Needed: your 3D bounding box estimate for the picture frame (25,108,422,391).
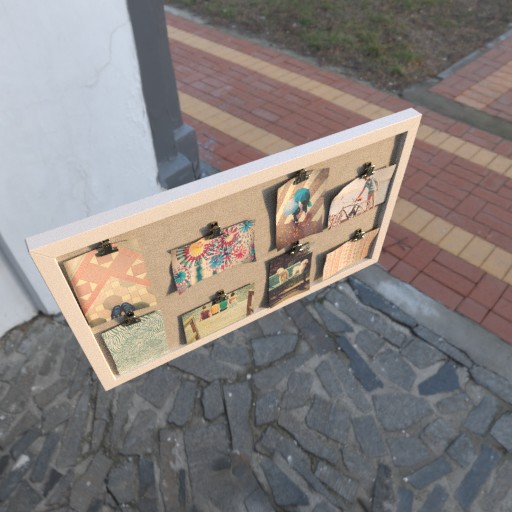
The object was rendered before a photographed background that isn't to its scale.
[{"bbox_3d":[0.000,0.000,0.791,0.647,0.379,0.044,-23,52,-20],"label":"picture frame"}]
